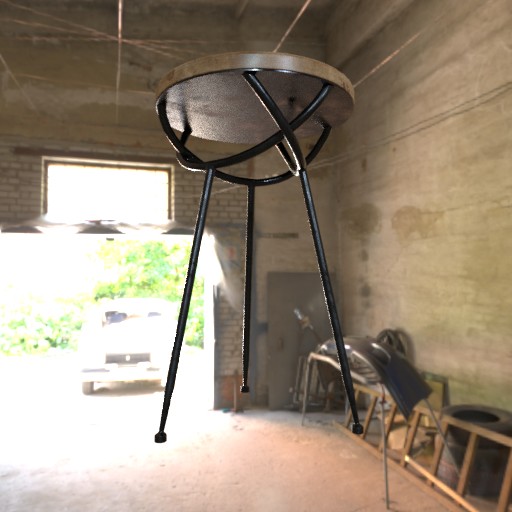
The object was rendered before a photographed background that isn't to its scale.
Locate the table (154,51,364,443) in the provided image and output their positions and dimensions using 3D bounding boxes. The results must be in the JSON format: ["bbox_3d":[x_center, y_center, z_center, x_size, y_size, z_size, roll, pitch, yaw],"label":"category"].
[{"bbox_3d":[0.000,0.000,0.917,0.418,0.664,0.414,-2,-3,36],"label":"table"}]
